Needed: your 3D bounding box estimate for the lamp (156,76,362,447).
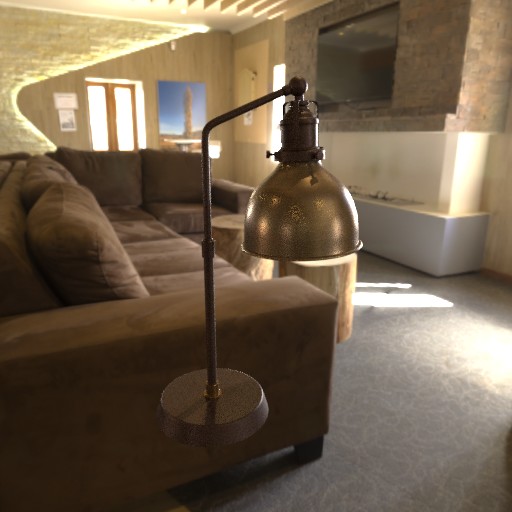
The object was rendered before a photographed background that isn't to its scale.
[{"bbox_3d":[0.000,0.000,0.615,0.298,0.469,0.175,-3,16,-10],"label":"lamp"}]
